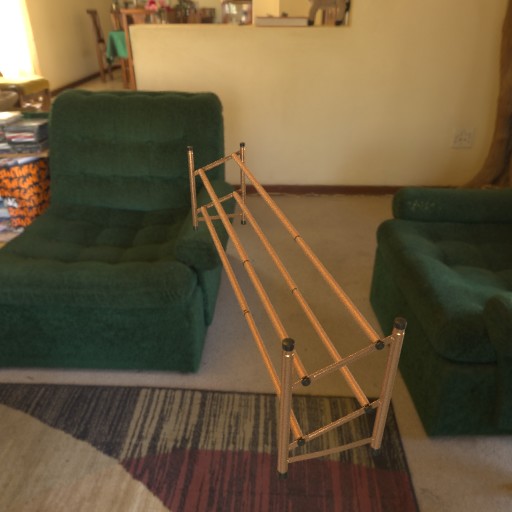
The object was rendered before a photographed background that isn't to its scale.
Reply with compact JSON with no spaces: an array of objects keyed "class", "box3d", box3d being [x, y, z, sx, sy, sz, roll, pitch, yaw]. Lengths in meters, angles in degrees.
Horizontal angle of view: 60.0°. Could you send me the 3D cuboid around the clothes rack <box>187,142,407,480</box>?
[{"class":"clothes rack","box3d":[0.000,0.000,1.306,0.229,0.349,1.168,-8,31,-13]}]
